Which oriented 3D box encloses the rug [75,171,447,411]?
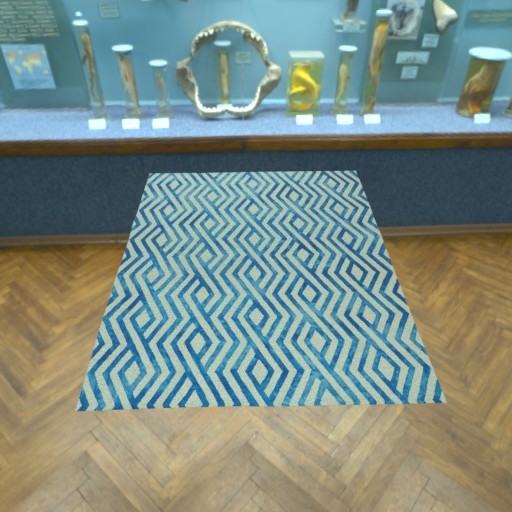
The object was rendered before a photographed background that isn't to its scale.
[{"bbox_3d":[0.000,0.000,4.074,2.453,0.008,3.059,-1,40,-1],"label":"rug"}]
